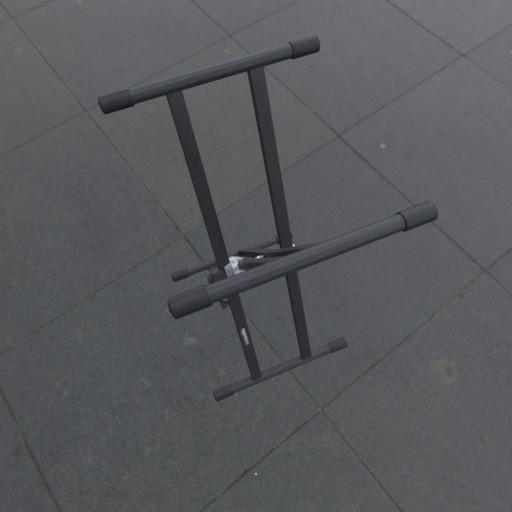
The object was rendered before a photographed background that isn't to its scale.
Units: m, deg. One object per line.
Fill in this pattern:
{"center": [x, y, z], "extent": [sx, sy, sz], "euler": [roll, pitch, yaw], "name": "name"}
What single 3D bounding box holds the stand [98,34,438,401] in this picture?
{"center": [0.000, 0.000, 1.224], "extent": [0.495, 0.900, 0.503], "euler": [-20, 66, -10], "name": "stand"}
